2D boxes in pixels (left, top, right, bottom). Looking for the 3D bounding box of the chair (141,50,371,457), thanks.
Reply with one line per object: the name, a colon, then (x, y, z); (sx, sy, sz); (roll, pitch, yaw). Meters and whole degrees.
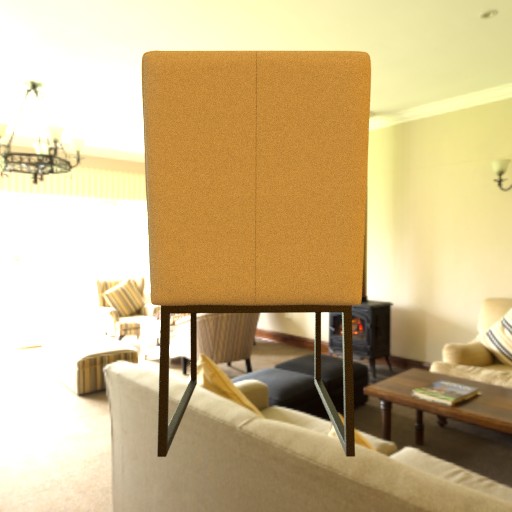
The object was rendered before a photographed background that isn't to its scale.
chair: (0.000, 0.000, 1.283); (0.520, 0.930, 0.634); (0, 1, 0)
